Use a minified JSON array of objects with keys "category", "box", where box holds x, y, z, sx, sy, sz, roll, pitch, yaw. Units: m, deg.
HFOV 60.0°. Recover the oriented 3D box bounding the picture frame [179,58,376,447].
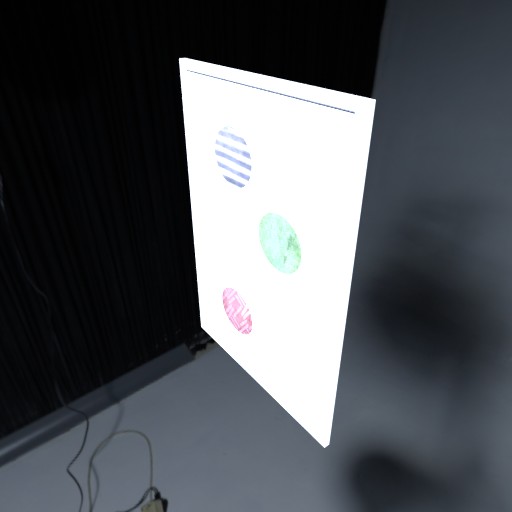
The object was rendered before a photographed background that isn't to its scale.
[{"category":"picture frame","box":[0.000,0.000,0.857,0.013,0.657,0.457,-22,38,-31]}]
